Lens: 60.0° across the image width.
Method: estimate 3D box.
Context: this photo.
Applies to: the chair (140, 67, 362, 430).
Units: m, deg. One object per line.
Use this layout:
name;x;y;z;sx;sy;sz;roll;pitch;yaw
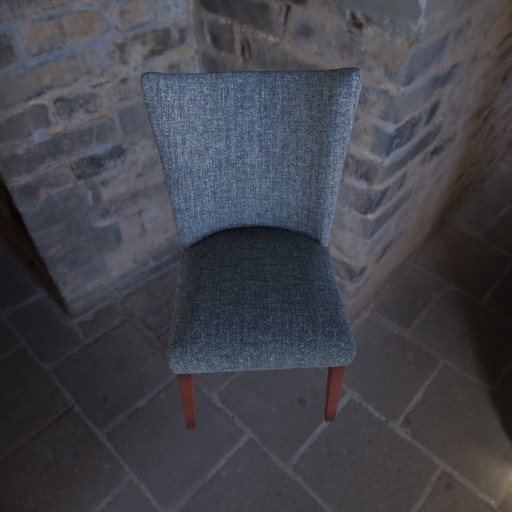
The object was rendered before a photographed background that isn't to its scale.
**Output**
chair;0.000;0.000;1.276;0.535;0.924;0.623;-2;47;-2
